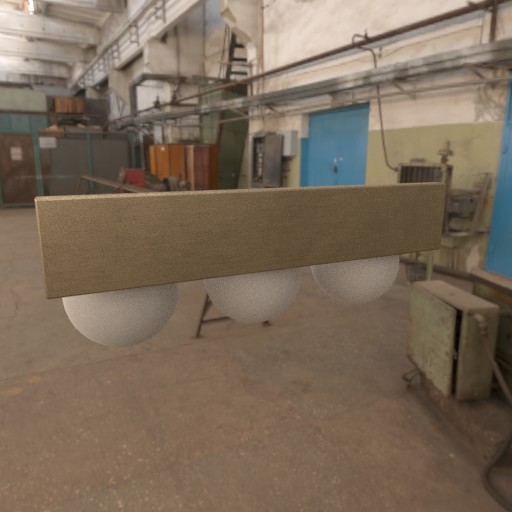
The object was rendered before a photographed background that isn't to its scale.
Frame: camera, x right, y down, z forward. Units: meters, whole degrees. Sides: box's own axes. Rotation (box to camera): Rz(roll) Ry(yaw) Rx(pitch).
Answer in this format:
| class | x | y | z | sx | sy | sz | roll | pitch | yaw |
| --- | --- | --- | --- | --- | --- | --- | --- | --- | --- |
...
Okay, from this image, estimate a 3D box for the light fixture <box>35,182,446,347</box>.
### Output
| class | x | y | z | sx | sy | sz | roll | pitch | yaw |
| --- | --- | --- | --- | --- | --- | --- | --- | --- | --- |
| light fixture | 0.000 | 0.000 | 0.831 | 0.721 | 0.263 | 0.218 | -6 | 14 | -26 |
